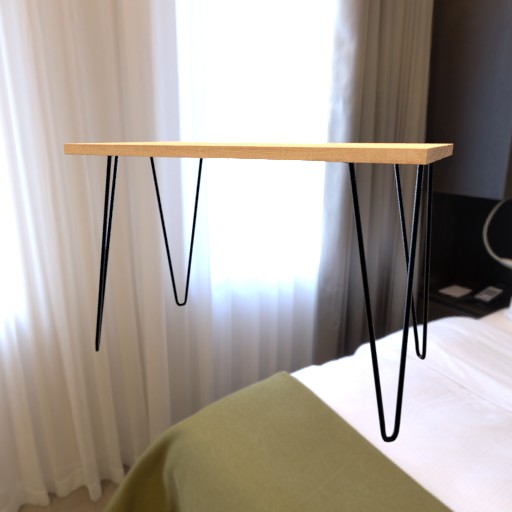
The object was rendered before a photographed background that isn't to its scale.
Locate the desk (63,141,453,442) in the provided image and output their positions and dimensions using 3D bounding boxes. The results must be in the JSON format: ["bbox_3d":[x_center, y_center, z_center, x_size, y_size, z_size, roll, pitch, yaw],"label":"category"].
[{"bbox_3d":[0.000,0.000,1.347,0.991,0.660,0.499,8,17,27],"label":"desk"}]
